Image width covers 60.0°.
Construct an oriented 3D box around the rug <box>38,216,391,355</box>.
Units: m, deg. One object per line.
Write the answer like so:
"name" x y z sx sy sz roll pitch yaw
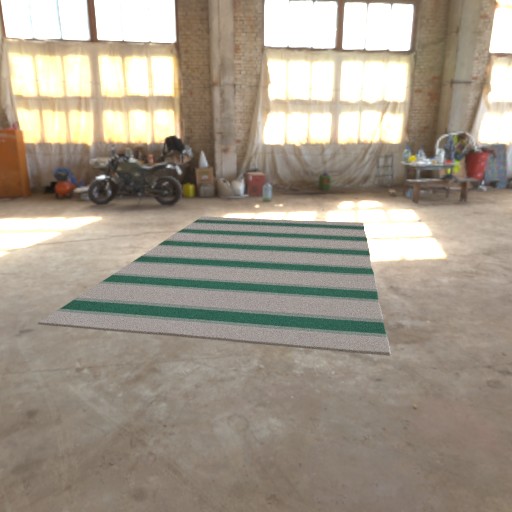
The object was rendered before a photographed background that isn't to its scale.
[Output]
"rug" 0.000 0.000 2.985 1.521 0.015 2.436 3 17 10
